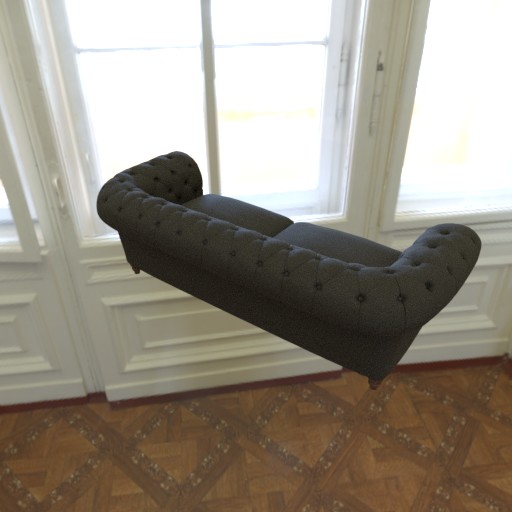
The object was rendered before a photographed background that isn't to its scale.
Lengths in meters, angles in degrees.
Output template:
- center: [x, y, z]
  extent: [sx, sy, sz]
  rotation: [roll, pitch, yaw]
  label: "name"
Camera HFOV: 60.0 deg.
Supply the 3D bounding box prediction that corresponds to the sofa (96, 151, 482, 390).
- center: [0.000, 0.000, 2.793]
  extent: [2.362, 0.762, 0.991]
  rotation: [21, 37, 30]
  label: "sofa"
